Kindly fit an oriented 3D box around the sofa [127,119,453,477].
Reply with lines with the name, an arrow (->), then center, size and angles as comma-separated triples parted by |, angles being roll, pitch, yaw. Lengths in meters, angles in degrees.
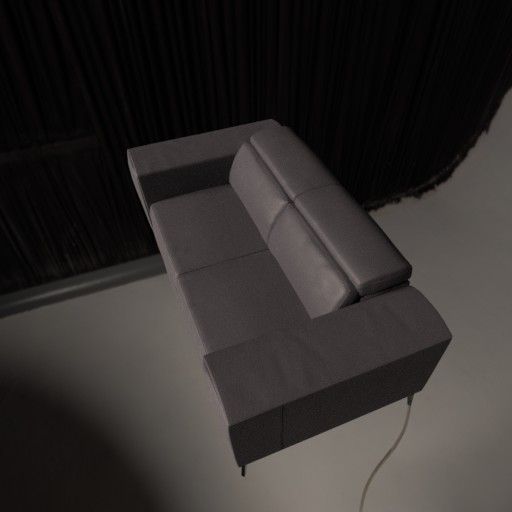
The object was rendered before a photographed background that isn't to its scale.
sofa -> 0.000, 0.000, 2.435 | 1.003, 0.779, 1.895 | -16, 49, -15
